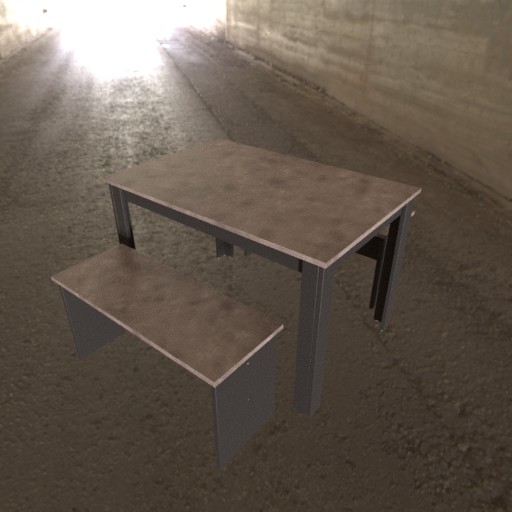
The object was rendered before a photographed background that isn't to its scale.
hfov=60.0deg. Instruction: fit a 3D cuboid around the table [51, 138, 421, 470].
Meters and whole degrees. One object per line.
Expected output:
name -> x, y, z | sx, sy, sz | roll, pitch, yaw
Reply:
table -> 0.000, 0.000, 1.997 | 1.100, 0.700, 1.443 | 23, 38, 33
